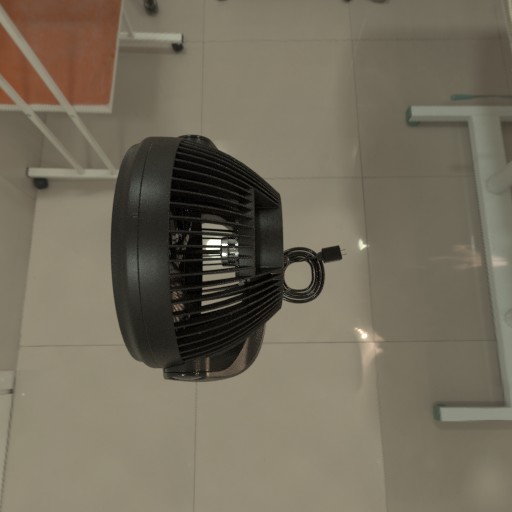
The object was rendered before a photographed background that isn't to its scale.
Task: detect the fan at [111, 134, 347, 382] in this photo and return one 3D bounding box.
[{"bbox_3d":[0.000,0.000,0.488,0.256,0.277,0.273,-1,76,0],"label":"fan"}]
